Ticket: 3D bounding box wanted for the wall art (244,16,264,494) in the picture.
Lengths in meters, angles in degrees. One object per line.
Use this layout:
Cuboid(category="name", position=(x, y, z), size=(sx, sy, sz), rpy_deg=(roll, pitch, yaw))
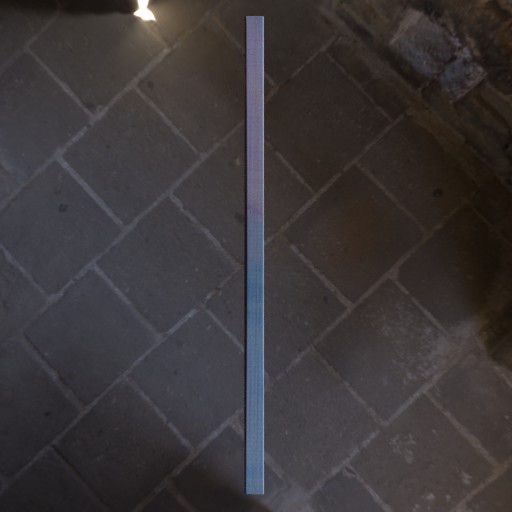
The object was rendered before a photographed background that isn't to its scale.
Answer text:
Cuboid(category="wall art", position=(0.000, 0.000, 1.146), size=(0.037, 0.605, 0.911), rpy_deg=(0, 89, 1))
